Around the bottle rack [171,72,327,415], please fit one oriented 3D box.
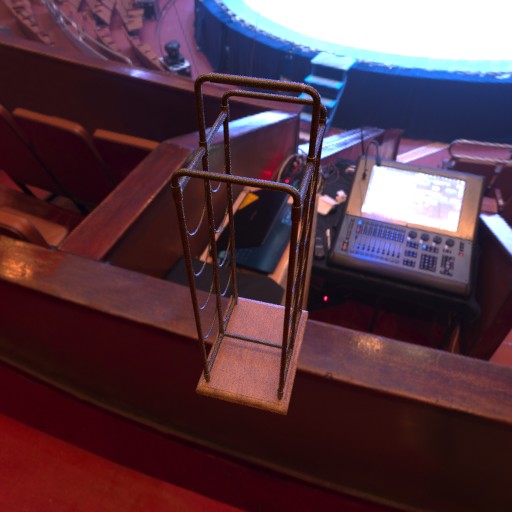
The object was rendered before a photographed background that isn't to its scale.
[{"bbox_3d":[0.000,0.000,0.828,0.208,0.680,0.276,11,48,10],"label":"bottle rack"}]
